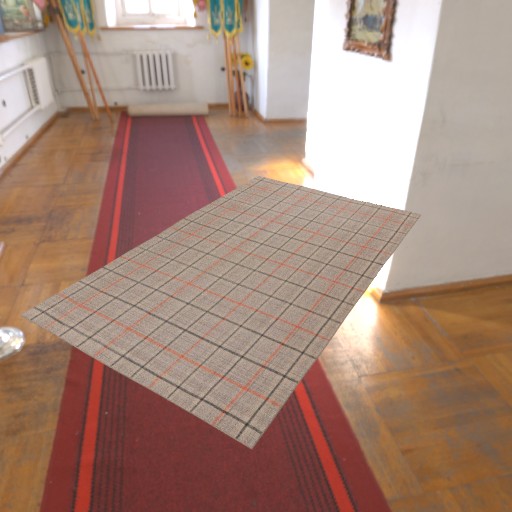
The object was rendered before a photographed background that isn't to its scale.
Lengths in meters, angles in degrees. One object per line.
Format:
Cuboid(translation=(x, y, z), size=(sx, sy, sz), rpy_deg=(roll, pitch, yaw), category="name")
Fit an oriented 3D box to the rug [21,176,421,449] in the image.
Cuboid(translation=(0.000, 0.000, 2.966), size=(1.524, 0.015, 2.439), rpy_deg=(19, 36, 27), category="rug")
